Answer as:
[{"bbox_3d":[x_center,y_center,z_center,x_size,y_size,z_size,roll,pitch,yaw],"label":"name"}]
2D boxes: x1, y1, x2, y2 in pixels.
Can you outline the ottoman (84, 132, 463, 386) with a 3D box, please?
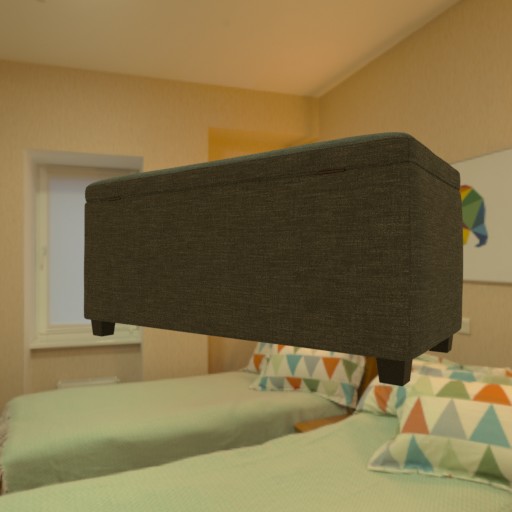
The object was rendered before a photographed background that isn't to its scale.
[{"bbox_3d":[0.000,0.000,1.113,0.902,0.432,0.419,0,-1,36],"label":"ottoman"}]
